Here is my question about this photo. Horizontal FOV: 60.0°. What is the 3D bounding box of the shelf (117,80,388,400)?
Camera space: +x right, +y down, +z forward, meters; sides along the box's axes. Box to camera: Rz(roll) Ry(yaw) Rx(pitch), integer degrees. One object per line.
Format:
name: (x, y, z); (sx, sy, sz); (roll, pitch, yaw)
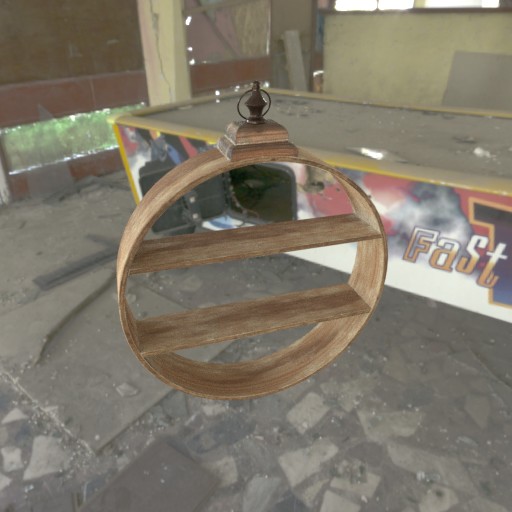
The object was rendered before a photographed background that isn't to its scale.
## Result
shelf: (0.000, 0.000, 0.979); (0.601, 0.725, 0.125); (-8, 29, -15)
